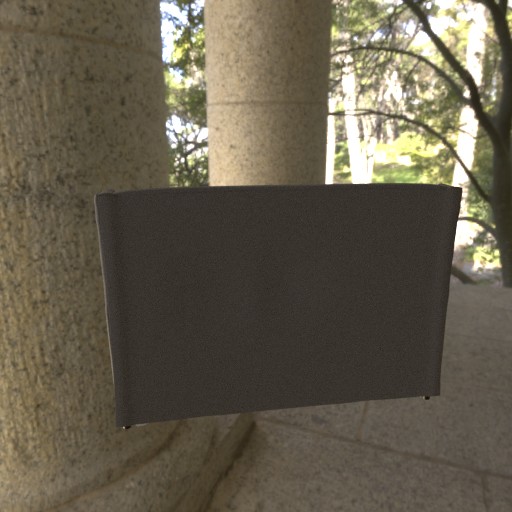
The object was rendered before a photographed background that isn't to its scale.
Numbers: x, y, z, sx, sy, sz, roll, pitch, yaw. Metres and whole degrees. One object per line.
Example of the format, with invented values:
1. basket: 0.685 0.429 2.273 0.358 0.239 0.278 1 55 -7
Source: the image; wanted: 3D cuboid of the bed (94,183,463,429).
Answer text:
1. bed: 0.000 0.000 3.464 1.925 1.332 2.276 -2 15 -9
